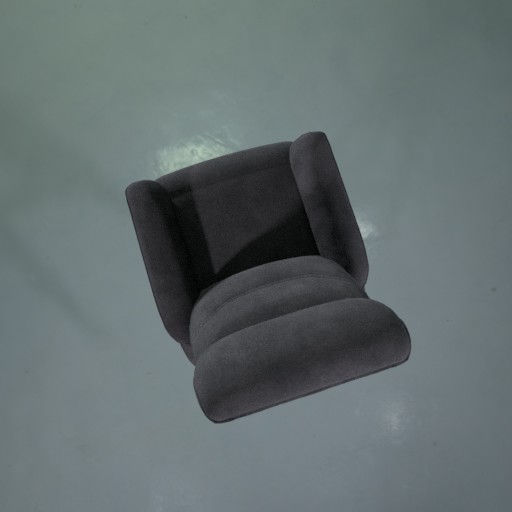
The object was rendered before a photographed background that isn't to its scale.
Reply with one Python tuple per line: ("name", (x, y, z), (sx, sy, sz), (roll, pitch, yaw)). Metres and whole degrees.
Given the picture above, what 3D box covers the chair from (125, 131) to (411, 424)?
("chair", (0.000, 0.000, 1.712), (0.830, 1.035, 1.009), (-17, 77, -4))
